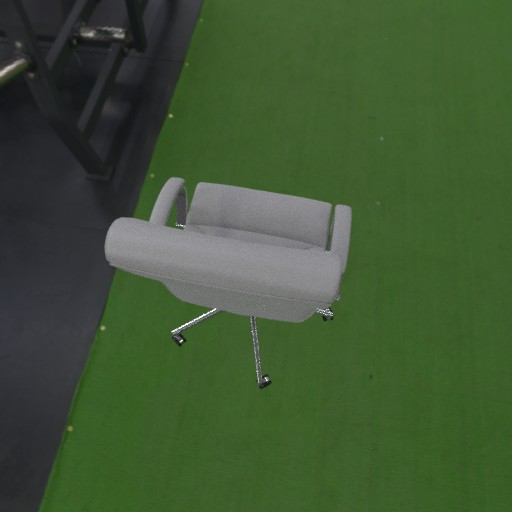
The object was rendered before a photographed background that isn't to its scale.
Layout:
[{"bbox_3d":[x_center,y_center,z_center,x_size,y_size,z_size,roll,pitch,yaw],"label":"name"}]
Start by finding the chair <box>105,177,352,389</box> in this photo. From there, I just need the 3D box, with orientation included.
[{"bbox_3d":[0.000,0.000,1.620,0.727,1.099,0.745,10,64,5],"label":"chair"}]
